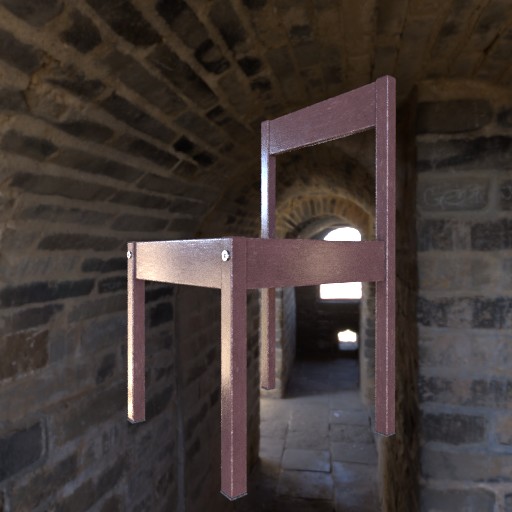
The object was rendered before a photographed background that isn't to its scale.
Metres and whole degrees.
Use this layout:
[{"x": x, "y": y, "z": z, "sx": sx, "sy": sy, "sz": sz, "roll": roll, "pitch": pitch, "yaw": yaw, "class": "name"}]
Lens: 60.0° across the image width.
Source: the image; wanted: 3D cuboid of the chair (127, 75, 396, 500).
[{"x": 0.000, "y": 0.000, "z": 0.655, "sx": 0.285, "sy": 0.505, "sz": 0.285, "roll": 0, "pitch": 1, "yaw": -38, "class": "chair"}]
